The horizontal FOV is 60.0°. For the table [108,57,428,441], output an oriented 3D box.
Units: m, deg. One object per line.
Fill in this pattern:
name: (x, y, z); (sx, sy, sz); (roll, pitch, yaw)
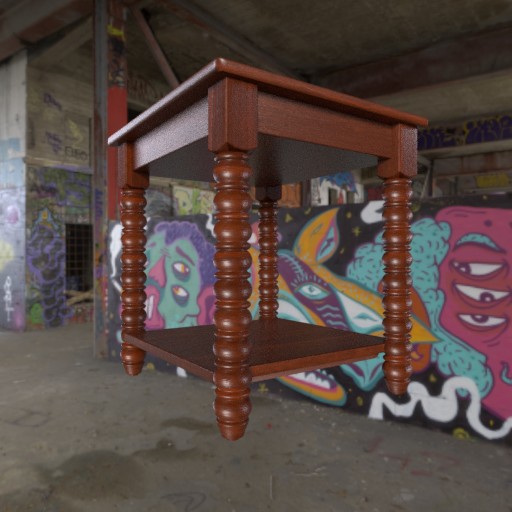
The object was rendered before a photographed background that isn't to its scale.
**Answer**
table: (0.000, 0.000, 0.987); (0.500, 0.567, 0.533); (0, 0, -35)
